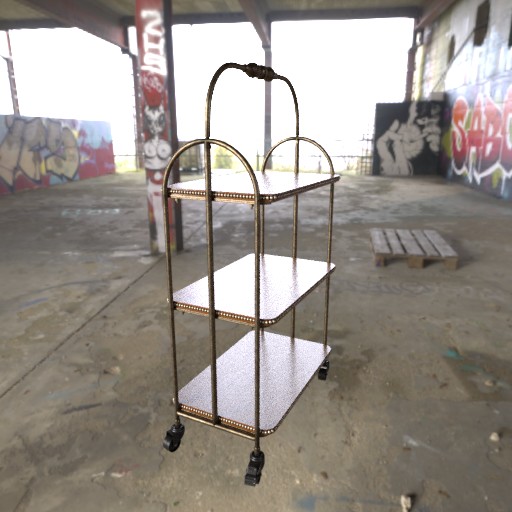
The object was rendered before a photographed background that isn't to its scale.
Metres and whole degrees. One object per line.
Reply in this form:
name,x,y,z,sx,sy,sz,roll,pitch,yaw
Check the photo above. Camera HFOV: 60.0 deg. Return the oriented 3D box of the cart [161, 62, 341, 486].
cart,0.000,0.000,1.306,0.330,1.052,0.650,8,17,26
